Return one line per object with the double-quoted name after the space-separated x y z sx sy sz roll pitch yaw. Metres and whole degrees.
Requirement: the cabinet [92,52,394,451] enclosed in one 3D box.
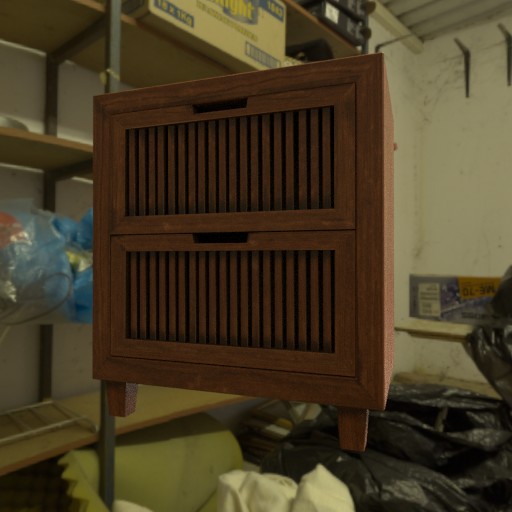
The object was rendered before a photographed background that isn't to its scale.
0.000 0.000 1.047 0.607 0.695 0.410 0 0 20 "cabinet"
